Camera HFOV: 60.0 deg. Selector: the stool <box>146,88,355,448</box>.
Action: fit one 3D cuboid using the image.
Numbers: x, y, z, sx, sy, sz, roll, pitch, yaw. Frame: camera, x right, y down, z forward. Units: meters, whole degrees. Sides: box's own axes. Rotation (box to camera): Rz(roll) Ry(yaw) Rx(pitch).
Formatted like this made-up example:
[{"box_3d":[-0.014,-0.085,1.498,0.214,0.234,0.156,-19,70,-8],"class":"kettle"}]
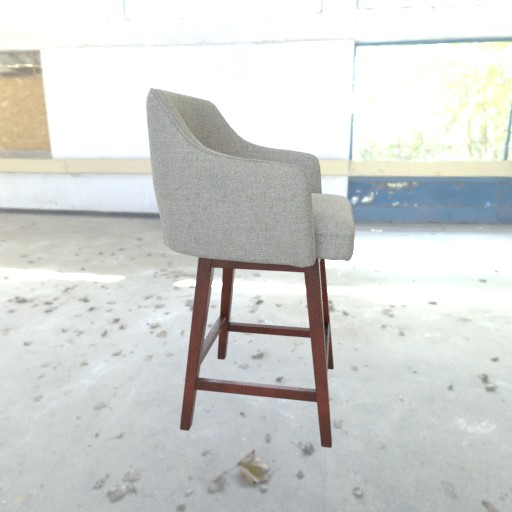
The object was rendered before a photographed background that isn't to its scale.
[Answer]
[{"box_3d":[0.000,0.000,1.341,0.558,0.944,0.599,3,16,10],"class":"stool"}]
